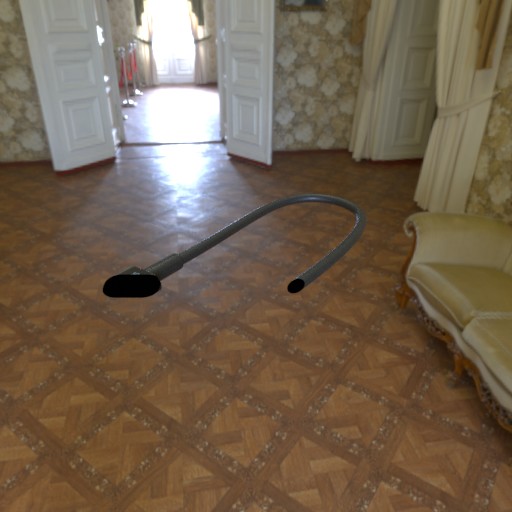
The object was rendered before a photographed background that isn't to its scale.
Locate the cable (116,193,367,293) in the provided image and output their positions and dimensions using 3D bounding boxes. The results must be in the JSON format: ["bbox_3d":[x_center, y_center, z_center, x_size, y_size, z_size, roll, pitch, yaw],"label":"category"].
[{"bbox_3d":[0.000,0.000,0.113,0.040,0.006,0.098,18,33,30],"label":"cable"}]
